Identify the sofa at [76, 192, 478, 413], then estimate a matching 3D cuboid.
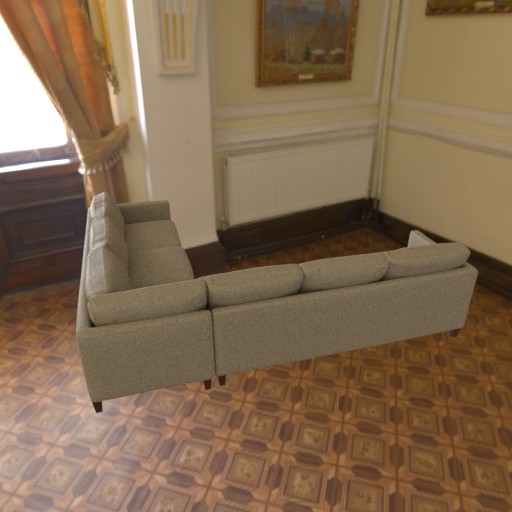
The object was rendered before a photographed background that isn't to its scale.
[{"bbox_3d":[0.000,0.000,4.561,3.302,0.947,2.593,-8,28,-15],"label":"sofa"}]
